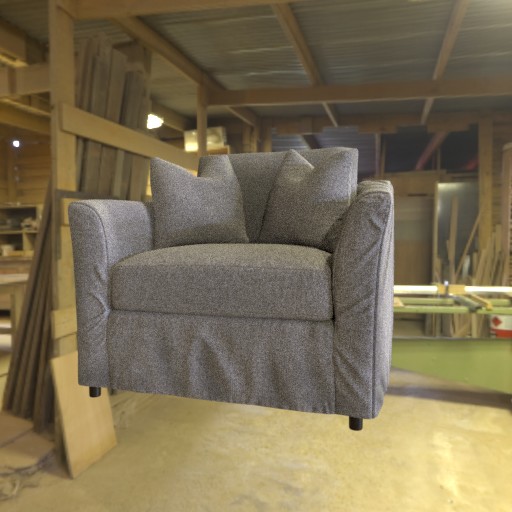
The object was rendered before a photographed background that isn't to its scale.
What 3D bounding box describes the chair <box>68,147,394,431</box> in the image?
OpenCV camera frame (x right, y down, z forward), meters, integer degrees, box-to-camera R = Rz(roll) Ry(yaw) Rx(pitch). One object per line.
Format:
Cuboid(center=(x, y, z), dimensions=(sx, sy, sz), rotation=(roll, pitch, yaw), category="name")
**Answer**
Cuboid(center=(0.000, 0.000, 2.010), dimensions=(1.194, 1.059, 1.071), rotation=(1, 2, 17), category="chair")
